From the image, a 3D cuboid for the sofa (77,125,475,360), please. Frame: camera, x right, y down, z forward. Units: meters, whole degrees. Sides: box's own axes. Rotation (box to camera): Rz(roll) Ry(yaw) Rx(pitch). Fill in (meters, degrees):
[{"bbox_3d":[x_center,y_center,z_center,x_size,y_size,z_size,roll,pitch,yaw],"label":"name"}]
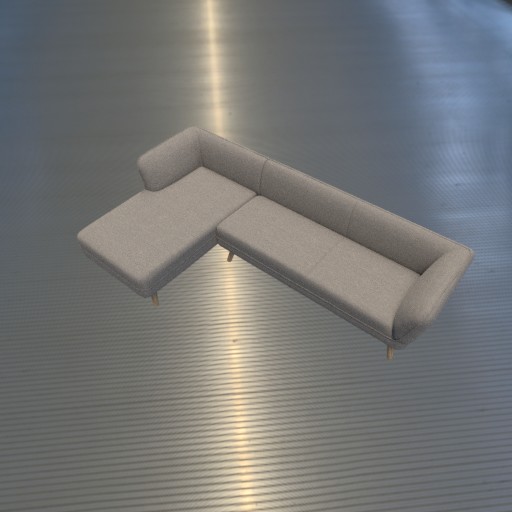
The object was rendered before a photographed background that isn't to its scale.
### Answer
[{"bbox_3d":[0.000,0.000,3.388,2.653,0.693,1.532,30,53,26],"label":"sofa"}]
